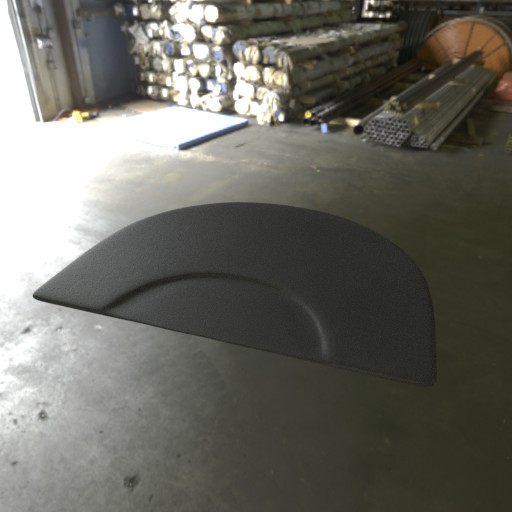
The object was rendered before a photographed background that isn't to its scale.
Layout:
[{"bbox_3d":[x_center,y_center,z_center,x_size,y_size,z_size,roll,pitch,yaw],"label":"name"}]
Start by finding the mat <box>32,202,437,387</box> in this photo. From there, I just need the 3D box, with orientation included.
[{"bbox_3d":[0.000,0.000,1.605,1.220,0.016,0.917,9,32,15],"label":"mat"}]
